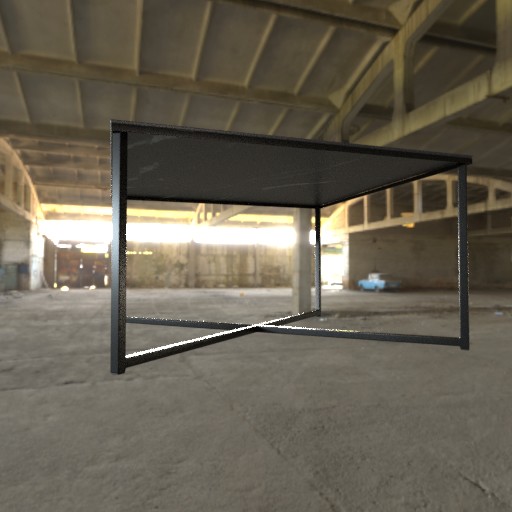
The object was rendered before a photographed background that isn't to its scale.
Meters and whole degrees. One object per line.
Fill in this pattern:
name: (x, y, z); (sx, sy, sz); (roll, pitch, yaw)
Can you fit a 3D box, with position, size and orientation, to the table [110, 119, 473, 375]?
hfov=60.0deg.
table: (0.000, 0.000, 1.277); (0.800, 0.450, 0.800); (1, -2, -18)
